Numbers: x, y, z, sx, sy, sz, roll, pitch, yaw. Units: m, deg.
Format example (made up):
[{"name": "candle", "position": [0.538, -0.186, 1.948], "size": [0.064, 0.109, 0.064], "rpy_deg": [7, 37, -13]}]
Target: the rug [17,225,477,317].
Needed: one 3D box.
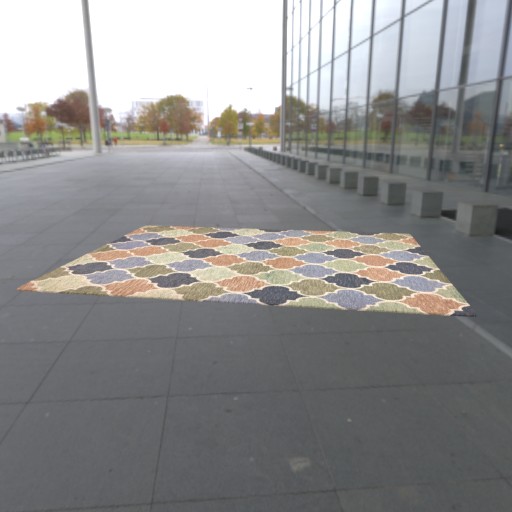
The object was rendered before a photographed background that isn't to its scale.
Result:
[{"name": "rug", "position": [0.000, 0.000, 4.176], "size": [3.200, 0.013, 2.439], "rpy_deg": [2, 15, 9]}]
